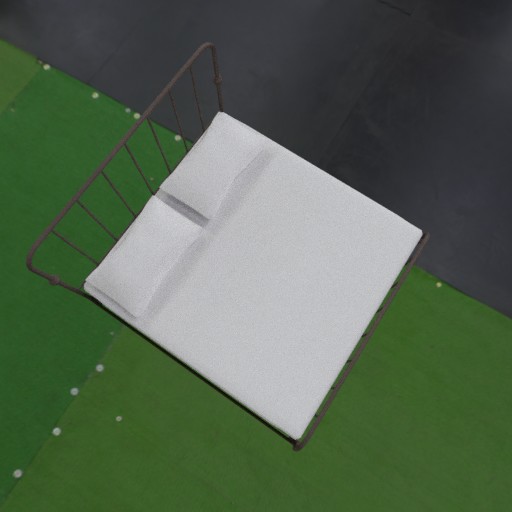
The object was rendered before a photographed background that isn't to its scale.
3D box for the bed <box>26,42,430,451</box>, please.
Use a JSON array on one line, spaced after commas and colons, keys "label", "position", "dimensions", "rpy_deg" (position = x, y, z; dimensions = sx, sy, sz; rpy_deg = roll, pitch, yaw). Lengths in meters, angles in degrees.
[{"label": "bed", "position": [0.000, 0.000, 3.386], "dimensions": [2.134, 1.446, 2.044], "rpy_deg": [33, 77, 9]}]
